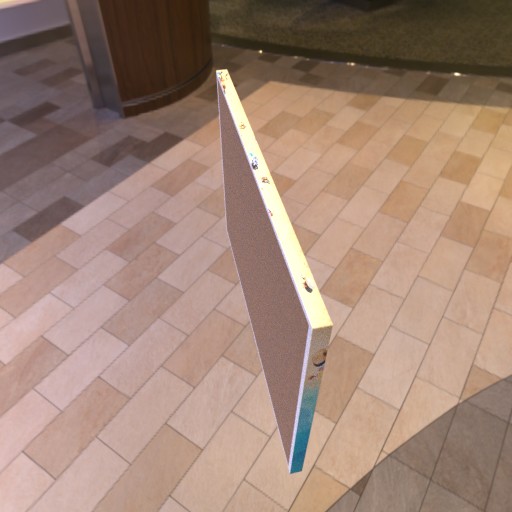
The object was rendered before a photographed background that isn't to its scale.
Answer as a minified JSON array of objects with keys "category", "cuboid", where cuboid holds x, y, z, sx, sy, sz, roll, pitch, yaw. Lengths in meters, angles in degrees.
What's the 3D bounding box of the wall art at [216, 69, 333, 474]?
[{"category":"wall art","cuboid":[0.000,0.000,1.471,0.040,0.769,1.136,-9,46,-9]}]
